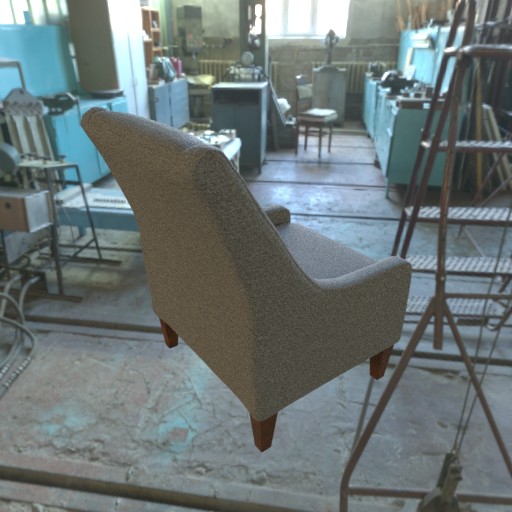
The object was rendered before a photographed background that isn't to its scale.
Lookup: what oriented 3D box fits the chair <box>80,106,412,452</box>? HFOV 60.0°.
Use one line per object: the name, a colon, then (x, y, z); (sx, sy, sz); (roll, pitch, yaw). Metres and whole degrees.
chair: (0.000, 0.000, 1.596); (0.870, 1.016, 0.774); (-18, 32, -32)
